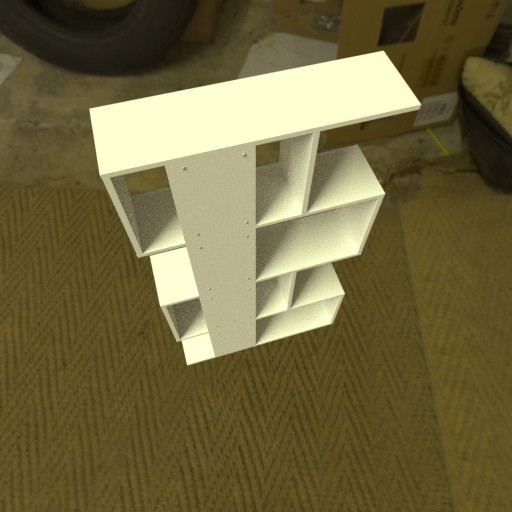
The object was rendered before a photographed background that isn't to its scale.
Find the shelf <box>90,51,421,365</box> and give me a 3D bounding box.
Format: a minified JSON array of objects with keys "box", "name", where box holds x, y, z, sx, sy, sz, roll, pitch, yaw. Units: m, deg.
[{"box":[0.000,0.000,1.946,0.890,1.650,0.250,-14,61,-8],"name":"shelf"}]
